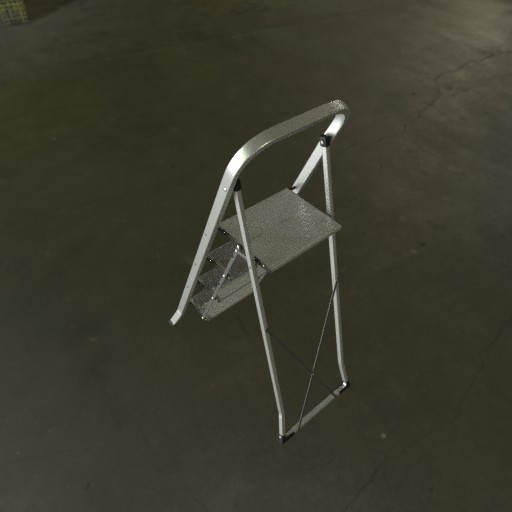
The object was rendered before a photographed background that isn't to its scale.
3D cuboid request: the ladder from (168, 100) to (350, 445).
[{"bbox_3d":[0.000,0.000,1.667,0.465,1.290,0.830,-31,53,-27],"label":"ladder"}]
